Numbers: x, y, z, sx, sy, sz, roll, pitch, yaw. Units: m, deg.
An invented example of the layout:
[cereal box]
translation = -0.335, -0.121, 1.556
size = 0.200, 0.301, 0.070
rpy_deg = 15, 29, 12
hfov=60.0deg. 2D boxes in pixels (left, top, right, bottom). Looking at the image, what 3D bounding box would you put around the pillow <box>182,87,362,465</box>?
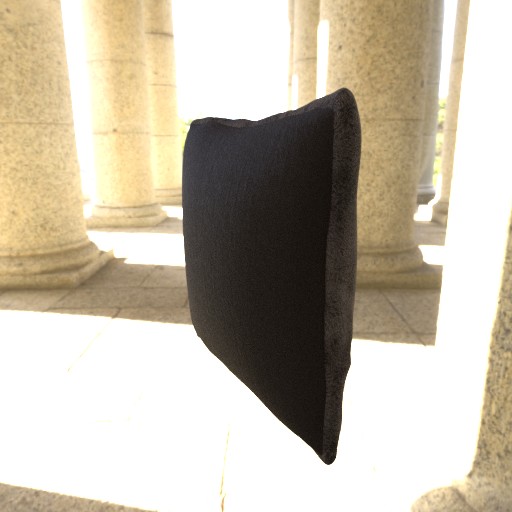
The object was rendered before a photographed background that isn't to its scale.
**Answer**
[pillow]
translation = 0.000, 0.000, 0.799
size = 0.204, 0.520, 0.522
rpy_deg = -8, 16, -28
